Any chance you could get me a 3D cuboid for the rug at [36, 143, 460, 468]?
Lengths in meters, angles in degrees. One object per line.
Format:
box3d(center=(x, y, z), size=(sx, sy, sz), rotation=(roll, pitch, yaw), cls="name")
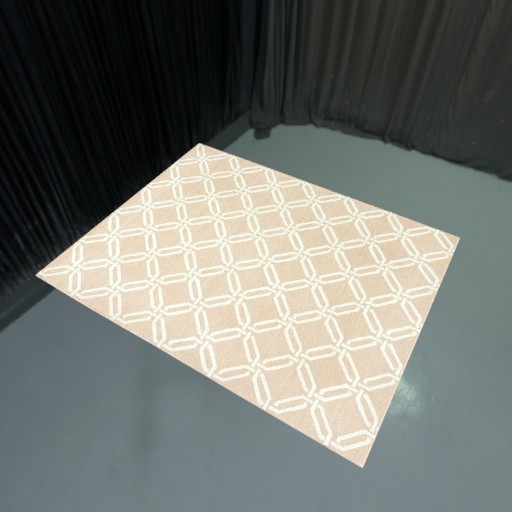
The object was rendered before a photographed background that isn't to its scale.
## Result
box3d(center=(0.000, 0.000, 3.829), size=(2.895, 0.018, 2.288), rotation=(24, 52, 21), cls="rug")
